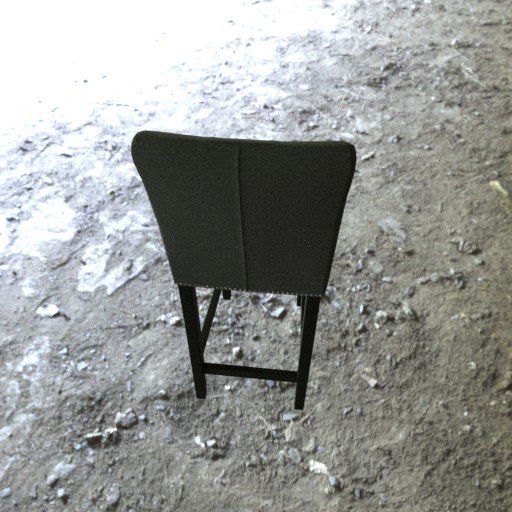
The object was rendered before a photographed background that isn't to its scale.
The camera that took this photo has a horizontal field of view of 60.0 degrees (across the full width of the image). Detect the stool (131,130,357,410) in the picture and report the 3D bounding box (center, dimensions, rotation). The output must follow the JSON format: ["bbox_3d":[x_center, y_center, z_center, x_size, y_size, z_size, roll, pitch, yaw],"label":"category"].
[{"bbox_3d":[0.000,0.000,1.316,0.411,1.047,0.548,4,45,4],"label":"stool"}]
